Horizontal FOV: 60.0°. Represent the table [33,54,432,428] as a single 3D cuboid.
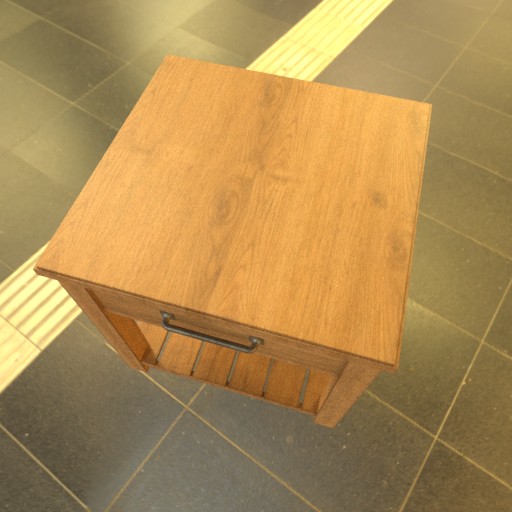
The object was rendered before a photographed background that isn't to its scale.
[{"bbox_3d":[0.000,0.000,1.103,0.616,0.593,0.612,14,60,8],"label":"table"}]
